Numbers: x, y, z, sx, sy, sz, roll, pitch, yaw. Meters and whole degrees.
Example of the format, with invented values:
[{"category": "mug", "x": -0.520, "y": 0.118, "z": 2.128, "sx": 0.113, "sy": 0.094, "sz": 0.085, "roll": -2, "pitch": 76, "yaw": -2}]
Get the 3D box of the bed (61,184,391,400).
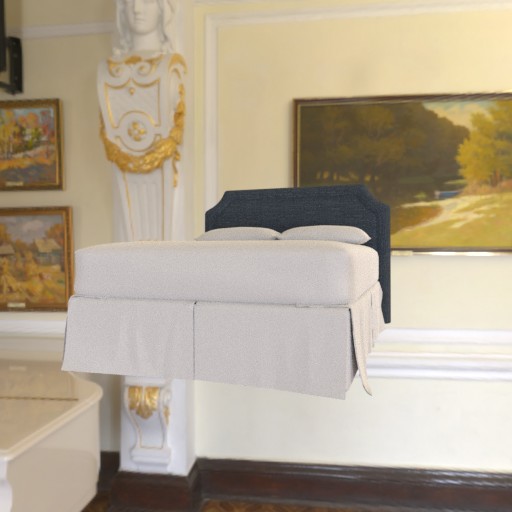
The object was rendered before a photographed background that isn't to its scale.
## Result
[{"category": "bed", "x": 0.000, "y": 0.000, "z": 3.276, "sx": 1.828, "sy": 1.297, "sz": 2.208, "roll": 0, "pitch": 0, "yaw": 19}]
